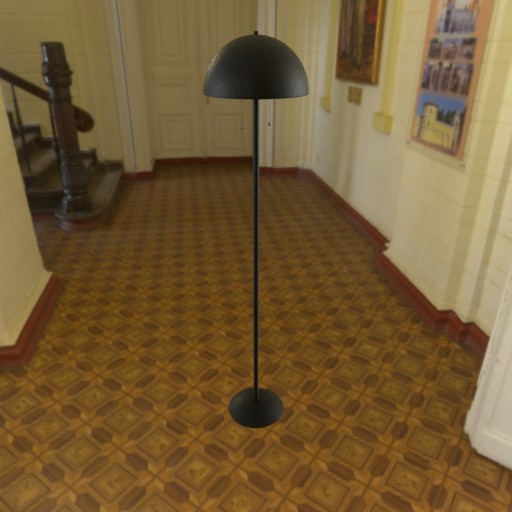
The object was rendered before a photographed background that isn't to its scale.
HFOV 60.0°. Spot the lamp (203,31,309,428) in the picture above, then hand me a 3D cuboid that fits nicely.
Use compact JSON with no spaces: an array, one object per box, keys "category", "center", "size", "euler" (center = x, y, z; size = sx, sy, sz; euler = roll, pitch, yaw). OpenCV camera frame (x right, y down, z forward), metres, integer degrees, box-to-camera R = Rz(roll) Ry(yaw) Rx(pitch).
[{"category":"lamp","center":[0.000,0.000,1.634],"size":[0.328,1.480,0.328],"euler":[18,31,32]}]
